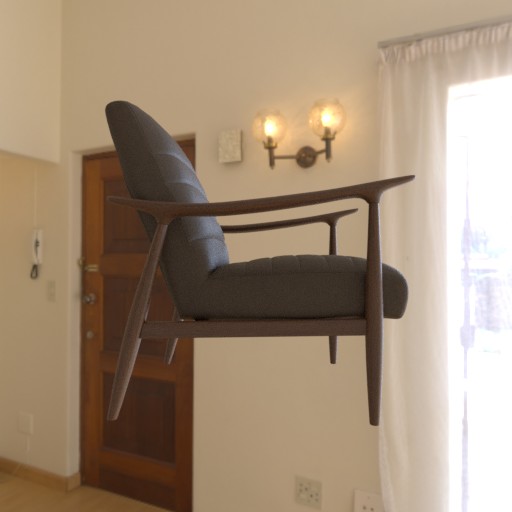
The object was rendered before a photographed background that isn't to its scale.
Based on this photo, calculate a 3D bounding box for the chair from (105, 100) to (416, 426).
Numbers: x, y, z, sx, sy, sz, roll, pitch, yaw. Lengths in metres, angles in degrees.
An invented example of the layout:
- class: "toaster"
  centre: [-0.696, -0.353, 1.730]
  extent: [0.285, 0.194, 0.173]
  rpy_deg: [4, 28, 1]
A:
- class: "chair"
  centre: [0.000, 0.000, 1.419]
  extent: [0.798, 0.831, 0.741]
  rpy_deg: [0, -1, 1]
